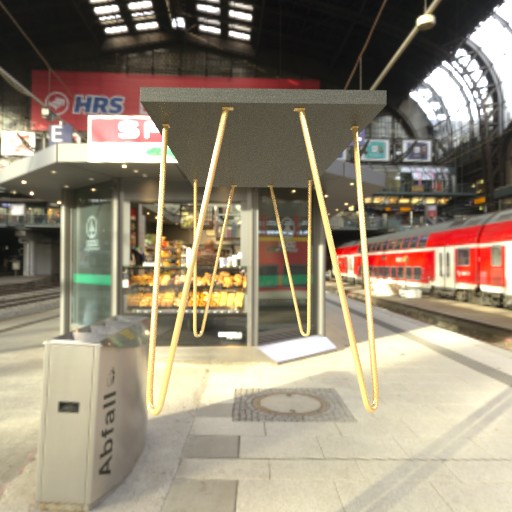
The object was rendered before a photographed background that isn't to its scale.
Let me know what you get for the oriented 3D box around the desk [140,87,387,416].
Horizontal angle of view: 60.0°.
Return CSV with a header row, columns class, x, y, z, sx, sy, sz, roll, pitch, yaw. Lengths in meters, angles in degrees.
class,x,y,z,sx,sy,sz,roll,pitch,yaw
desk,0.000,0.000,1.386,0.499,0.660,0.991,0,-1,-2
